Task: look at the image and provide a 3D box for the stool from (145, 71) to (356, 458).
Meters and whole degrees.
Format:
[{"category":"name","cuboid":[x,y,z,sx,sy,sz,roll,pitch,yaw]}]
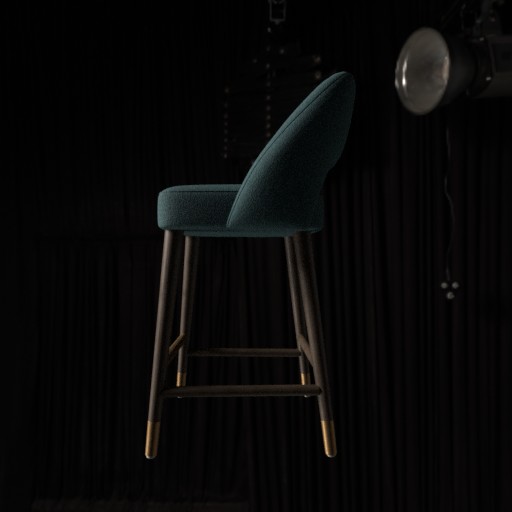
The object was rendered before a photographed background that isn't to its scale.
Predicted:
[{"category":"stool","cuboid":[0.000,0.000,1.254,0.522,0.939,0.536,0,0,-1]}]
